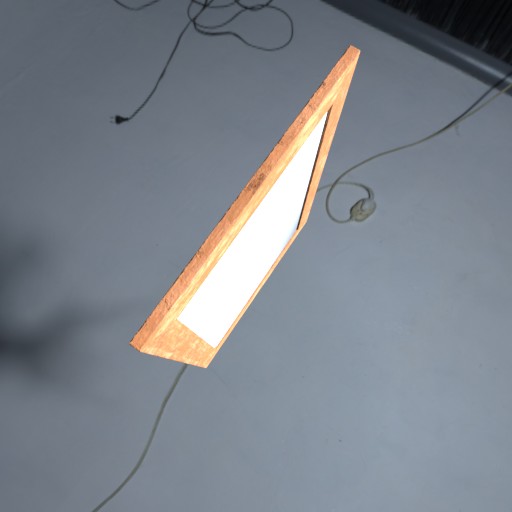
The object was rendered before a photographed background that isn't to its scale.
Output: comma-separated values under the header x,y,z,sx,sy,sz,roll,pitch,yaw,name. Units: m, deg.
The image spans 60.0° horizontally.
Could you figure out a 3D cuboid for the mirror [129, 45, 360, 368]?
x,y,z,sx,sy,sz,roll,pitch,yaw,name
0.000,0.000,1.429,0.028,1.099,0.796,33,77,9,mirror
